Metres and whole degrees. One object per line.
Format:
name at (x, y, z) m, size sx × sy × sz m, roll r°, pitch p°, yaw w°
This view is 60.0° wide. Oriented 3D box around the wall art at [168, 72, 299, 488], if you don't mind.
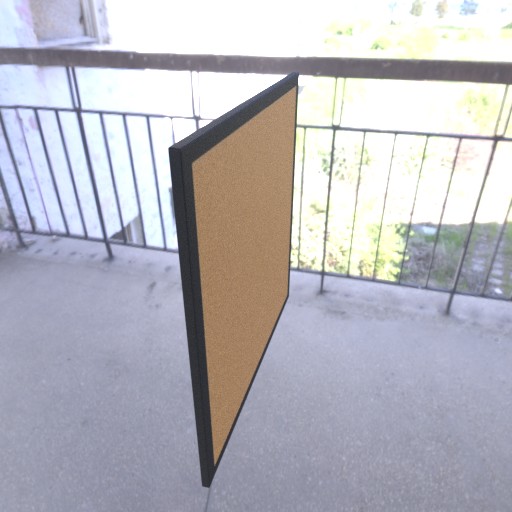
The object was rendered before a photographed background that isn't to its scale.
wall art at (0.000, 0.000, 0.958) m, size 0.016 × 0.659 × 0.663 m, roll 9°, pitch 31°, yaw 15°
